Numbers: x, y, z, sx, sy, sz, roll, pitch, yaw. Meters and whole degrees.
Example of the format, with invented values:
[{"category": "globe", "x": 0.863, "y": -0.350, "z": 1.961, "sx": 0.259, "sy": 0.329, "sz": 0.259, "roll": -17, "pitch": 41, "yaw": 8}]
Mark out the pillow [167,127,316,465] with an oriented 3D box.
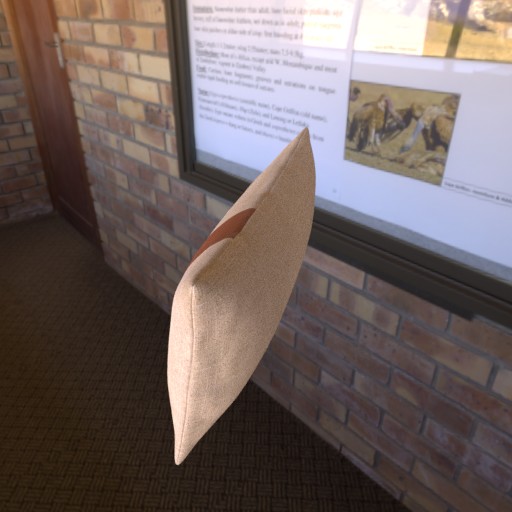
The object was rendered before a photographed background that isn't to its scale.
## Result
[{"category": "pillow", "x": 0.000, "y": 0.000, "z": 0.734, "sx": 0.155, "sy": 0.282, "sz": 0.612, "roll": 8, "pitch": 31, "yaw": 13}]
